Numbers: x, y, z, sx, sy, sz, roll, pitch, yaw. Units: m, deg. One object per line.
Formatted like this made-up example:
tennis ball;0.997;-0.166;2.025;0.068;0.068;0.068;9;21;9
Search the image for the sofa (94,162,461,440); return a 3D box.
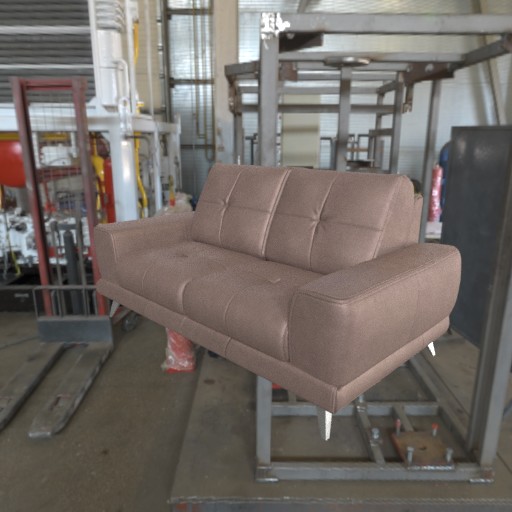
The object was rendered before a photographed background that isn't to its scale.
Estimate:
sofa;0.000;0.000;2.366;1.806;0.907;1.018;15;21;43
